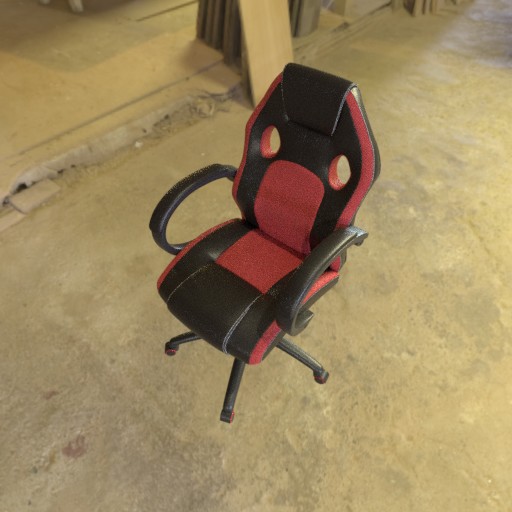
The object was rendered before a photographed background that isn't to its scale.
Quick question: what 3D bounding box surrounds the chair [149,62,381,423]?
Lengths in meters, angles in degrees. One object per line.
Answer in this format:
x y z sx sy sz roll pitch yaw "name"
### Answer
0.000 0.000 1.698 0.750 1.189 0.783 31 53 27 "chair"
